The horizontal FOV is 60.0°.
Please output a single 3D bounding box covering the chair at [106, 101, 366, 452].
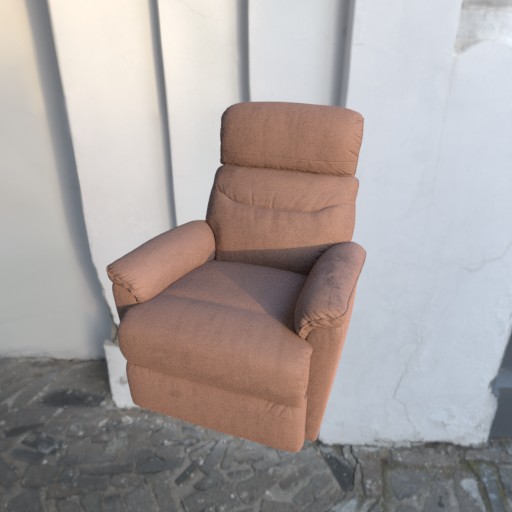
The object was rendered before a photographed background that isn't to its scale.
[{"bbox_3d":[0.000,0.000,1.717,0.820,1.037,1.004,9,28,18],"label":"chair"}]
